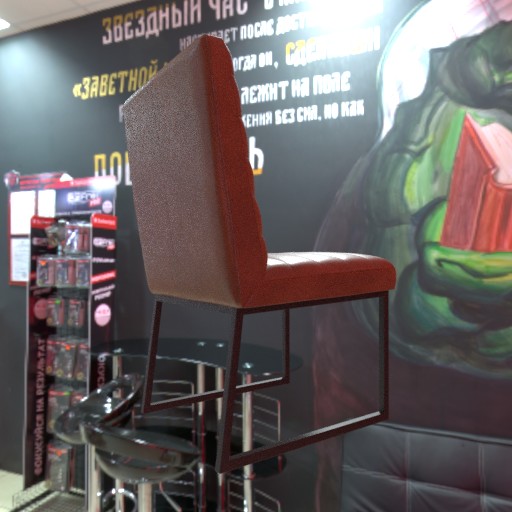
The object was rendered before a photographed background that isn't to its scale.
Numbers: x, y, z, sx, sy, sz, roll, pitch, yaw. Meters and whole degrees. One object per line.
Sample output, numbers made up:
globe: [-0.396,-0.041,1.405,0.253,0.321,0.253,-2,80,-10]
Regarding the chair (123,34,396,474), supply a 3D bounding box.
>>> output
chair: [0.000,0.000,1.279,0.634,0.930,0.520,0,0,-35]
